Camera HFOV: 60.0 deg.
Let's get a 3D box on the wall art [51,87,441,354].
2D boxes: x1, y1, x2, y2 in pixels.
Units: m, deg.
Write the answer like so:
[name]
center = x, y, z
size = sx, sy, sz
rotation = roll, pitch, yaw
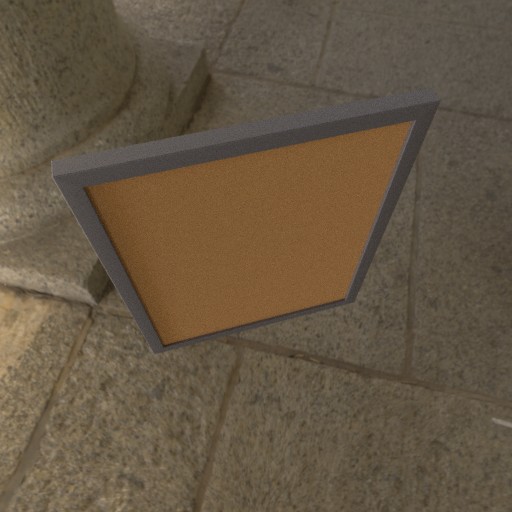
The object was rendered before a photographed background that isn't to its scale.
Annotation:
[wall art]
center = 0.000, 0.000, 0.748
size = 0.458, 0.558, 0.029
rotation = -13, 59, -8
